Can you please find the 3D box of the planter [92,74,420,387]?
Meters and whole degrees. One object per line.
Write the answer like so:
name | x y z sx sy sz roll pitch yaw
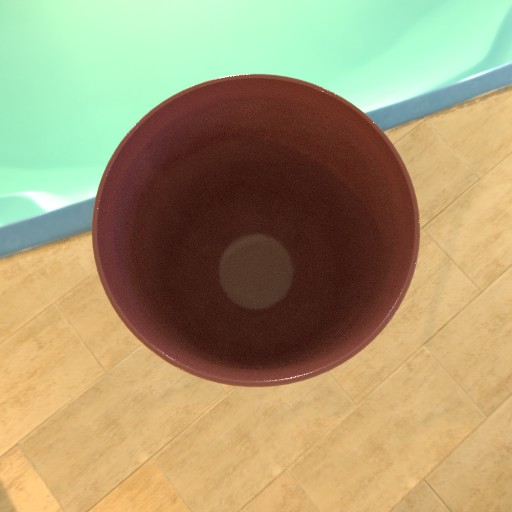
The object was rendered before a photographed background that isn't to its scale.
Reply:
planter | 0.000 0.000 0.489 0.266 0.270 0.266 0 76 0
